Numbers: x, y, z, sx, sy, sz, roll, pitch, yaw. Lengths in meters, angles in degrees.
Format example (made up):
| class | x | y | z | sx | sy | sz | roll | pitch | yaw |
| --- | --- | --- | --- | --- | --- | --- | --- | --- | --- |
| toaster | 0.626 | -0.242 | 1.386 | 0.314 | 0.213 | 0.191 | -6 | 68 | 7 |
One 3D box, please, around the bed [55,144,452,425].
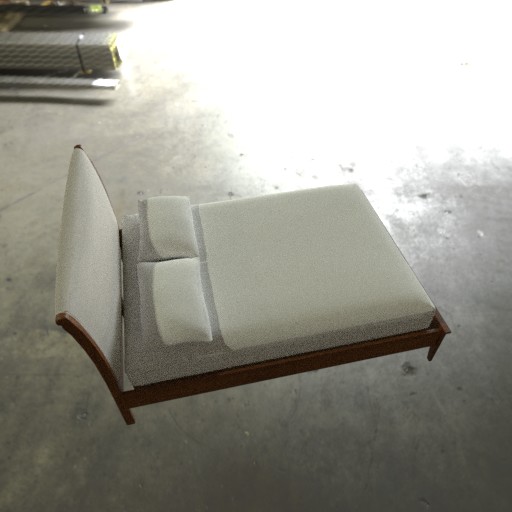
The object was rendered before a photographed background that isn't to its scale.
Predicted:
| class | x | y | z | sx | sy | sz | roll | pitch | yaw |
| --- | --- | --- | --- | --- | --- | --- | --- | --- | --- |
| bed | 0.000 | 0.000 | 3.252 | 2.380 | 1.250 | 1.612 | -9 | 47 | -9 |
